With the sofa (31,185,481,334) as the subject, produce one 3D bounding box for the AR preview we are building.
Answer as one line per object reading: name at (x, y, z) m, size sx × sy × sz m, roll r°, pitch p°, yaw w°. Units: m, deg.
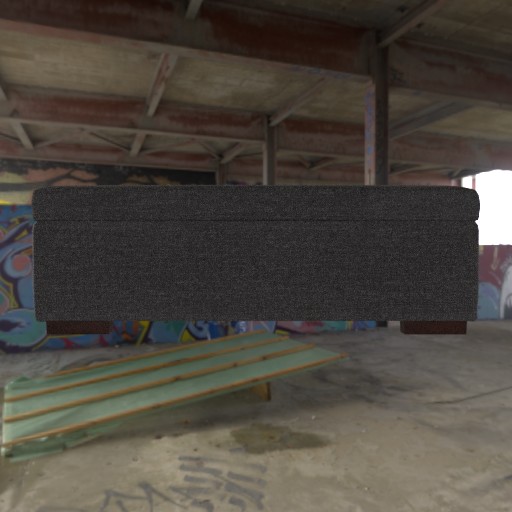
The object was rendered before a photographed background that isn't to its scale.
sofa at (0.000, 0.000, 1.565) m, size 1.198 × 0.417 × 0.782 m, roll 0°, pitch 1°, yaw 0°
